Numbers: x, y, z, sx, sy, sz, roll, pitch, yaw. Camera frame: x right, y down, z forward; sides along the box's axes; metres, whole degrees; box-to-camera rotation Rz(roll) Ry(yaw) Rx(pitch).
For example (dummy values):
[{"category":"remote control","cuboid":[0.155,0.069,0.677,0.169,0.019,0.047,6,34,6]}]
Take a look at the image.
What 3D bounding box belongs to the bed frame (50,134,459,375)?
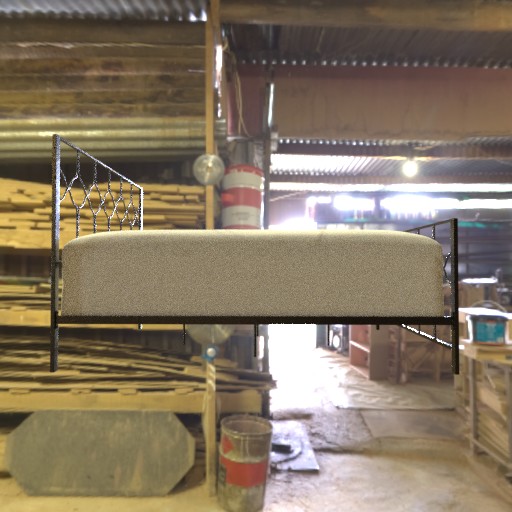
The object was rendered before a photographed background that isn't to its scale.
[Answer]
[{"category":"bed frame","cuboid":[0.000,0.000,3.043,2.063,1.222,1.597,0,-1,1]}]
